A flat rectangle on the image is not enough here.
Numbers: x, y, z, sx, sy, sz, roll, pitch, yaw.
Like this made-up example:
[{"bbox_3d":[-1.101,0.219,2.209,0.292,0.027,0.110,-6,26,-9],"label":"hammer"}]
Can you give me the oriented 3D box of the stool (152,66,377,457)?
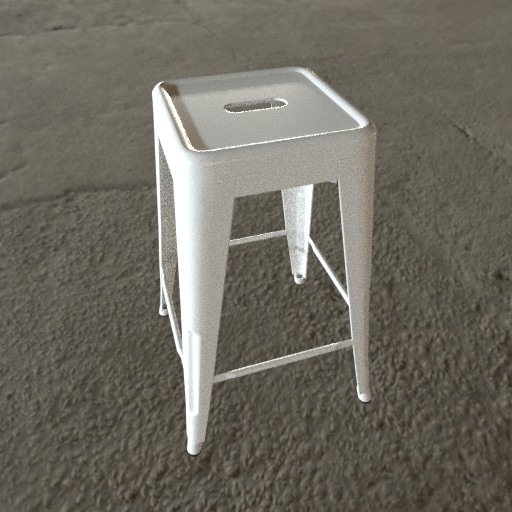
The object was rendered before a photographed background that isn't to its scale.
[{"bbox_3d":[0.000,0.000,0.860,0.406,0.610,0.406,-12,43,-13],"label":"stool"}]
